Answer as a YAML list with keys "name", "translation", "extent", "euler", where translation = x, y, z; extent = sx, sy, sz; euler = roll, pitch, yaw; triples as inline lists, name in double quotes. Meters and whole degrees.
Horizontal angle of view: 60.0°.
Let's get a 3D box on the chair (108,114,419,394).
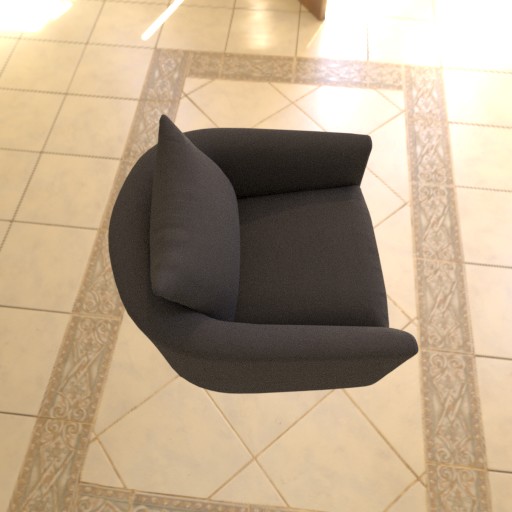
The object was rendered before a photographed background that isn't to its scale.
- name: "chair"
  translation: [0.000, 0.000, 1.583]
  extent: [0.910, 0.848, 0.845]
  euler: [-3, 63, -1]
